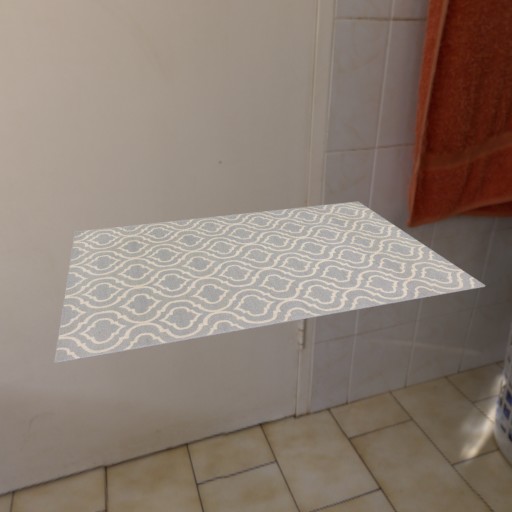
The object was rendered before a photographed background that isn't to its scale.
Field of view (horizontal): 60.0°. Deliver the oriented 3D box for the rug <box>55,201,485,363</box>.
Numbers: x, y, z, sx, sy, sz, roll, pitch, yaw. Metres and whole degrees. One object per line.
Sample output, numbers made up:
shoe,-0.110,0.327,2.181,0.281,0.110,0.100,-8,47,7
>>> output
rug,0.000,0.000,2.191,1.749,0.015,1.141,-8,27,-15
